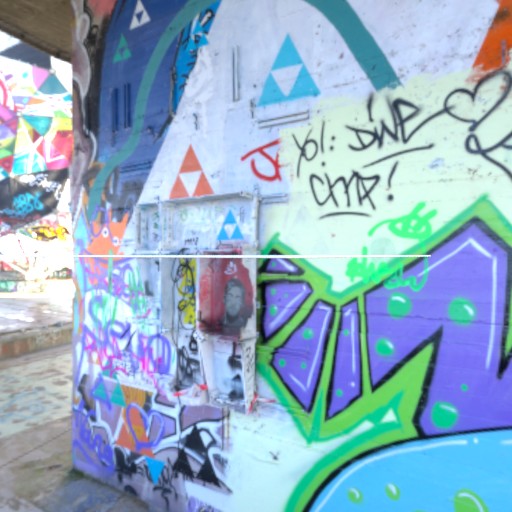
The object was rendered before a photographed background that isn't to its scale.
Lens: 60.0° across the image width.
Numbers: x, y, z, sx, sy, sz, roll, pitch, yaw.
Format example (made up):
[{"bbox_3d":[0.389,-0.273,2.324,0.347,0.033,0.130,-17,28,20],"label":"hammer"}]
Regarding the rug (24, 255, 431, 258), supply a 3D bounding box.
[{"bbox_3d":[0.000,0.000,3.974,2.353,0.014,2.945,0,0,34],"label":"rug"}]
